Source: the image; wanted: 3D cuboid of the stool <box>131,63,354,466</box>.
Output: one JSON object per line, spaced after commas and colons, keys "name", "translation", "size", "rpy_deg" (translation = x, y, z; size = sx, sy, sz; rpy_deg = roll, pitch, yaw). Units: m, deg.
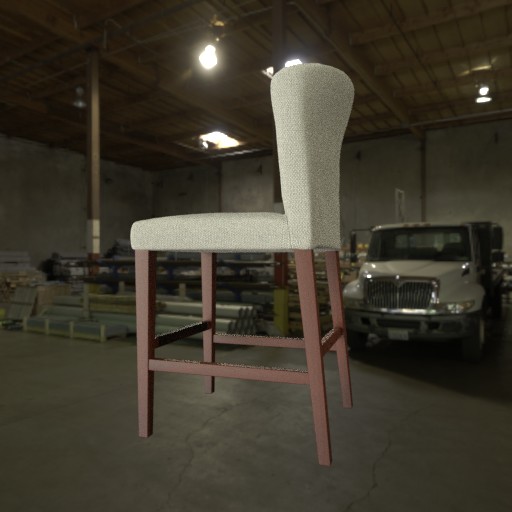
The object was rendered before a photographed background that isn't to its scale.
{"name": "stool", "translation": [0.000, 0.000, 1.310], "size": [0.568, 0.969, 0.481], "rpy_deg": [0, 0, 19]}
